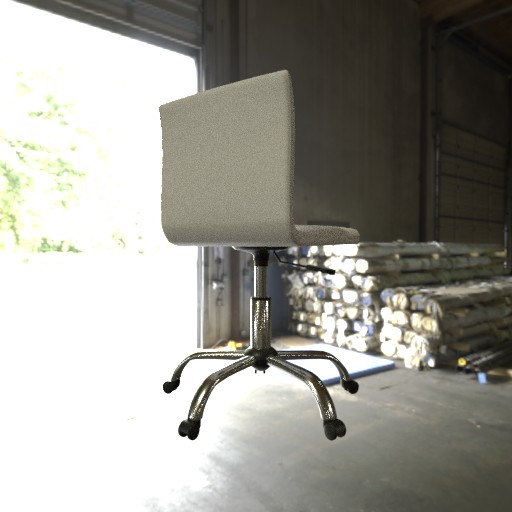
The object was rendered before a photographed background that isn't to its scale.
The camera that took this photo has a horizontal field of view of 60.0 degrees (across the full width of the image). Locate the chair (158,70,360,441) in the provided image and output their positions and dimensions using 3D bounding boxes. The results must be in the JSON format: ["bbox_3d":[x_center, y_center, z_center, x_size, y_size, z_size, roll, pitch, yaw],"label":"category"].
[{"bbox_3d":[0.000,0.000,1.149,0.556,0.780,0.530,1,2,36],"label":"chair"}]
